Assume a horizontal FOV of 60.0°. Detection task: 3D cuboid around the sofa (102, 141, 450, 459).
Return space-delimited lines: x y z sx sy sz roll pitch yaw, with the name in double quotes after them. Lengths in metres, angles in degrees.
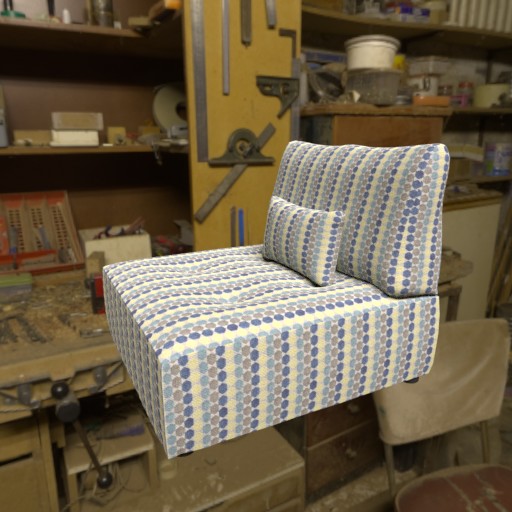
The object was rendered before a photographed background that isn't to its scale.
0.000 0.000 1.676 1.000 0.830 0.930 -8 17 -26 "sofa"
